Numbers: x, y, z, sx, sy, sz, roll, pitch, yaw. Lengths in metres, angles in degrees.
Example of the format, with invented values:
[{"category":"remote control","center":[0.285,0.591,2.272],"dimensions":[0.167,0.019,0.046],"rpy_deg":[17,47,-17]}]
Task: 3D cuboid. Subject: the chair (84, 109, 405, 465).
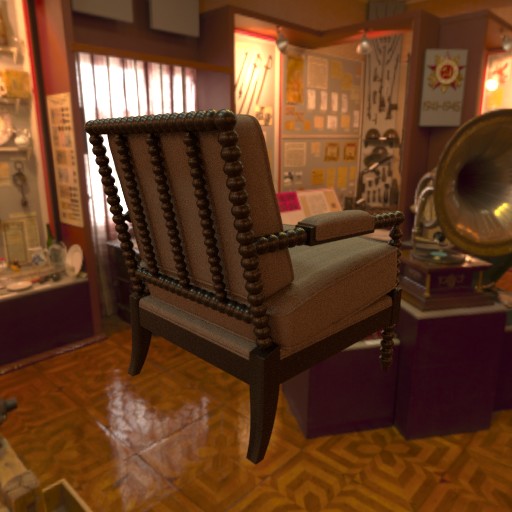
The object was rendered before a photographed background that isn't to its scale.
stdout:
[{"category":"chair","center":[0.000,0.000,1.120],"dimensions":[0.622,0.661,0.540],"rpy_deg":[-14,20,-43]}]
